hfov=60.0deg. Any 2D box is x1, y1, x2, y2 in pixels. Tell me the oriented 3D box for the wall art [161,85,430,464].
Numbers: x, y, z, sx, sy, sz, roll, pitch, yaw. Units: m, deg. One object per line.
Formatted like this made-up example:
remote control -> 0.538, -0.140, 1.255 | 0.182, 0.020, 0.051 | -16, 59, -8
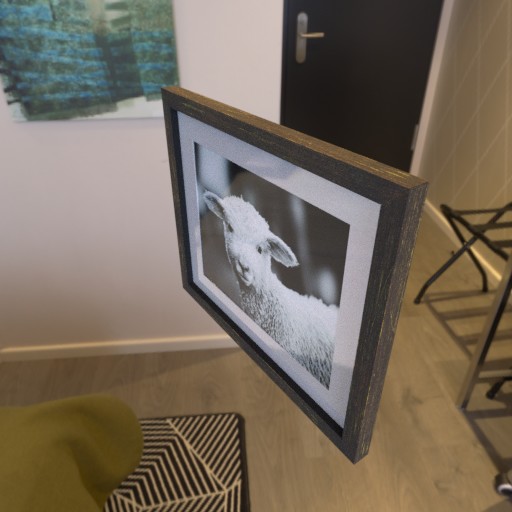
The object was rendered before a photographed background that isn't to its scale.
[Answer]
wall art -> 0.000, 0.000, 0.754 | 0.032, 0.457, 0.558 | -21, 38, -29
